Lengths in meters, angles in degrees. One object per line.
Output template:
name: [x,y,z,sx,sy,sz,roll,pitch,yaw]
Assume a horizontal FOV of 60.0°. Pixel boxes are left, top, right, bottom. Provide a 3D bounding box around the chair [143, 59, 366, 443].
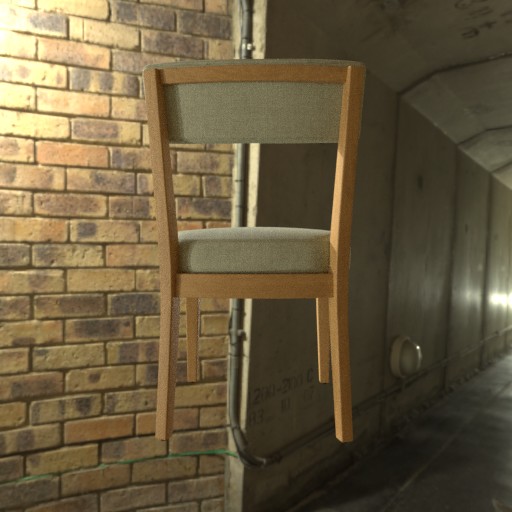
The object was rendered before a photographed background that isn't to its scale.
chair: [0.000,0.000,1.177,0.508,0.832,0.572,0,0,2]
